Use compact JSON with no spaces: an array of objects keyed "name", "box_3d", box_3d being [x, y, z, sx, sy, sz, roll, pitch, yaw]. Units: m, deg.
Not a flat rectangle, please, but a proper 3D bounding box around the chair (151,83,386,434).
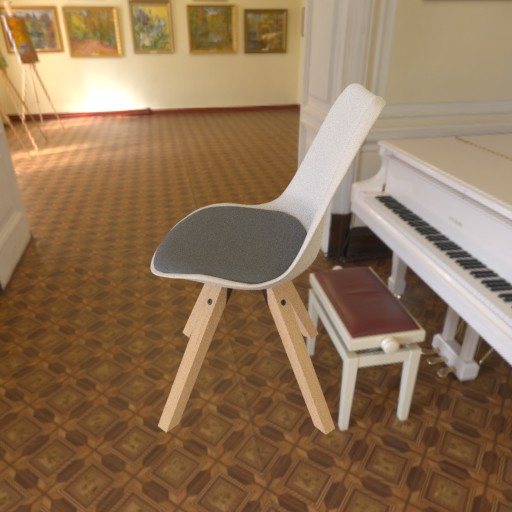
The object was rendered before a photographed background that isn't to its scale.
[{"name":"chair","box_3d":[0.000,0.000,1.197,0.550,0.850,0.485,0,28,1]}]
